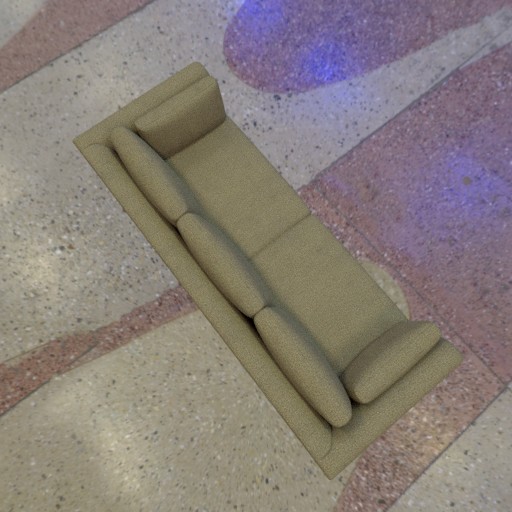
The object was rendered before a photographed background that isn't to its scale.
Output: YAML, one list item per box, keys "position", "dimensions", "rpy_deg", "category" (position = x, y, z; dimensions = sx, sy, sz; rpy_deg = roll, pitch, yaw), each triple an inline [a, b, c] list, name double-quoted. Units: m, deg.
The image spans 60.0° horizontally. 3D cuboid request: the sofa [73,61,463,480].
- position: [0.000, 0.000, 2.826]
  dimensions: [0.969, 0.867, 2.415]
  rpy_deg: [-37, 77, -10]
  category: "sofa"
